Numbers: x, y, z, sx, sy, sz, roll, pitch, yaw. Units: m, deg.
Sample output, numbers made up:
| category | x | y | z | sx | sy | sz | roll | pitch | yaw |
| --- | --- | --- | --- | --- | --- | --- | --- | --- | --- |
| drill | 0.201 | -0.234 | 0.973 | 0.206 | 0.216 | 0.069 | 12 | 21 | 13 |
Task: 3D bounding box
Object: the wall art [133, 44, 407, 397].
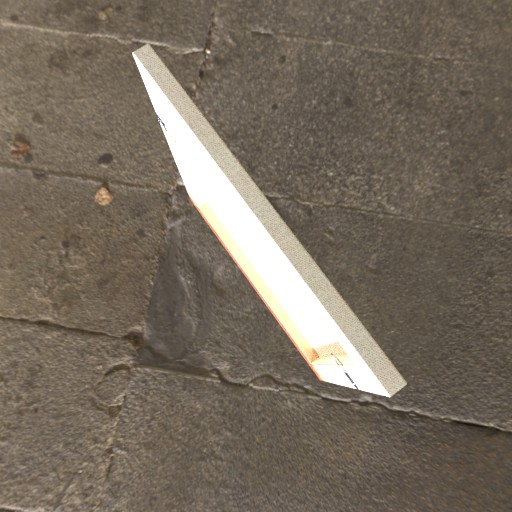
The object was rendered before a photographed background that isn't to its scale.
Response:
| category | x | y | z | sx | sy | sz | roll | pitch | yaw |
| --- | --- | --- | --- | --- | --- | --- | --- | --- | --- |
| wall art | 0.000 | 0.000 | 1.131 | 0.042 | 0.760 | 0.760 | -35 | 79 | -8 |
